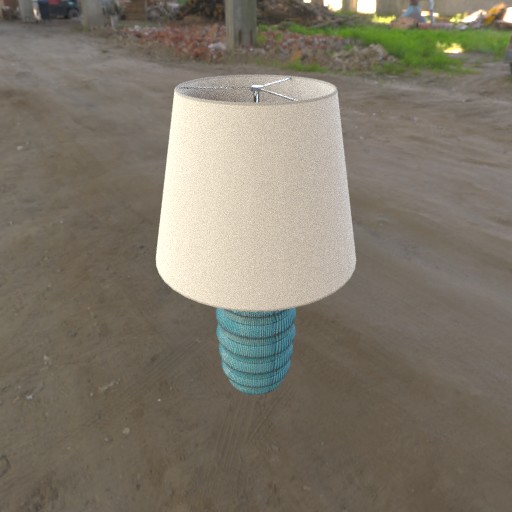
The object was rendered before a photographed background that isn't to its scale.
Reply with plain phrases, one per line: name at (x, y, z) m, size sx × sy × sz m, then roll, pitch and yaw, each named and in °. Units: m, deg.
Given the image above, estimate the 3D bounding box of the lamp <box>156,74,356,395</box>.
lamp at (0.000, 0.000, 0.804) m, size 0.355 × 0.582 × 0.355 m, roll 0°, pitch 30°, yaw 0°
